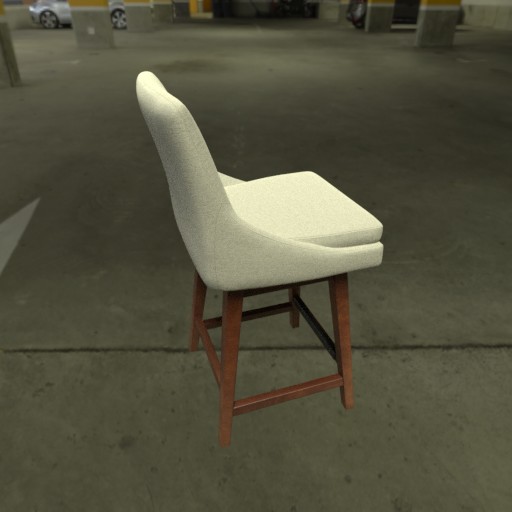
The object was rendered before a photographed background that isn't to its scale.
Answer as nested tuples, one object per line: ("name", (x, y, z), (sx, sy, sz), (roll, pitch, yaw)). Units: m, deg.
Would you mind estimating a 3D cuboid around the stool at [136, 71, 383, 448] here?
("stool", (0.000, 0.000, 1.309), (0.559, 0.991, 0.469), (-10, 32, -17))
